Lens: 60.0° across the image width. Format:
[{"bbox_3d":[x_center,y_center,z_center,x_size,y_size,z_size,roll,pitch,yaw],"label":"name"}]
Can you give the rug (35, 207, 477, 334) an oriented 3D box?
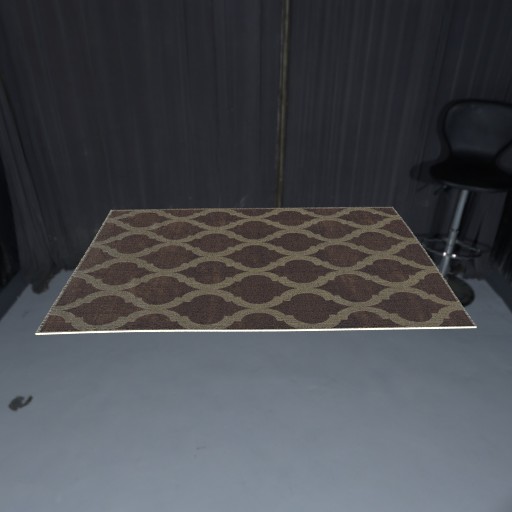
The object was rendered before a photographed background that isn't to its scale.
[{"bbox_3d":[0.000,0.000,2.931,2.284,0.008,1.522,-1,30,-1],"label":"rug"}]
